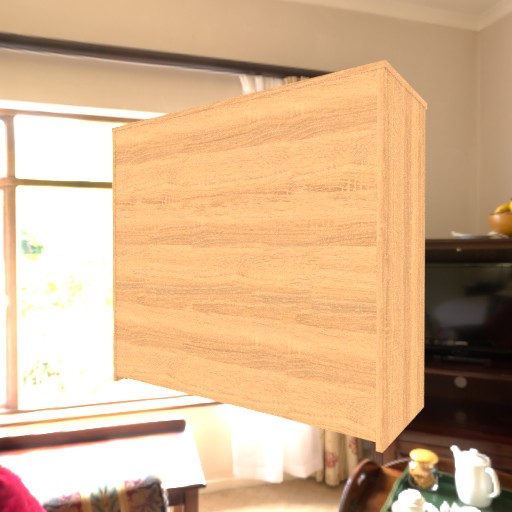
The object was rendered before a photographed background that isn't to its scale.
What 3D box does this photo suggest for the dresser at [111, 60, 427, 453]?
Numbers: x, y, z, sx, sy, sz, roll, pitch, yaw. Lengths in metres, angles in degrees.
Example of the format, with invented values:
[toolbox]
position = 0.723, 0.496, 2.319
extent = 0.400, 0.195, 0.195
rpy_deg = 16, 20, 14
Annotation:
[dresser]
position = 0.000, 0.000, 1.444
extent = 0.980, 0.900, 0.380
rpy_deg = 1, 1, 35
